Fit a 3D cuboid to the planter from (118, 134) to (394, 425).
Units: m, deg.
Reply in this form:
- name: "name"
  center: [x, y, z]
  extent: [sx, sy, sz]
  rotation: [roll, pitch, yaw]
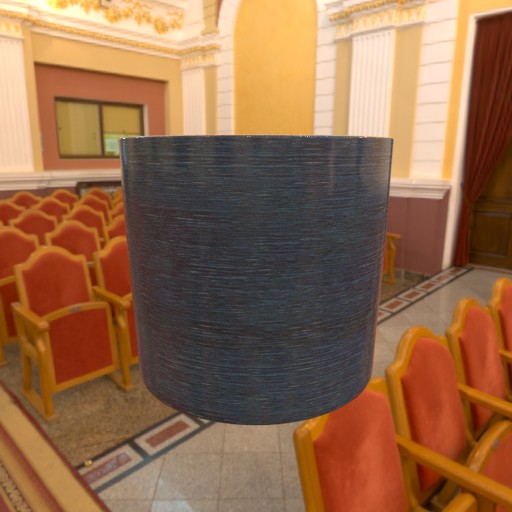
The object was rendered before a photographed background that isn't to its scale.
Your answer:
- name: "planter"
  center: [0.000, 0.000, 0.395]
  extent: [0.221, 0.201, 0.221]
  rotation: [0, 13, 0]
